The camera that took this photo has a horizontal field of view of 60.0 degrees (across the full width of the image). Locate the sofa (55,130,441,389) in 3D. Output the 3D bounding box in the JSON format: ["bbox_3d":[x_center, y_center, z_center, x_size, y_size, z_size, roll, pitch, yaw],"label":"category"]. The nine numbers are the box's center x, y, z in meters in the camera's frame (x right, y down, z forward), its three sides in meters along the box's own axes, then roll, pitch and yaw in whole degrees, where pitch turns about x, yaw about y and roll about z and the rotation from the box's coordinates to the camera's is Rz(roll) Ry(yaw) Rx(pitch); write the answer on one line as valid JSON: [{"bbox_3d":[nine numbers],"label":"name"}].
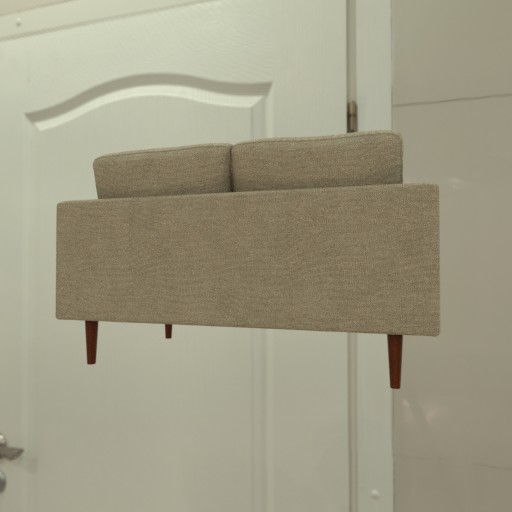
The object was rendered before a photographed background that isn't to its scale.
[{"bbox_3d":[0.000,0.000,2.109,1.582,0.944,0.903,0,-1,17],"label":"sofa"}]
